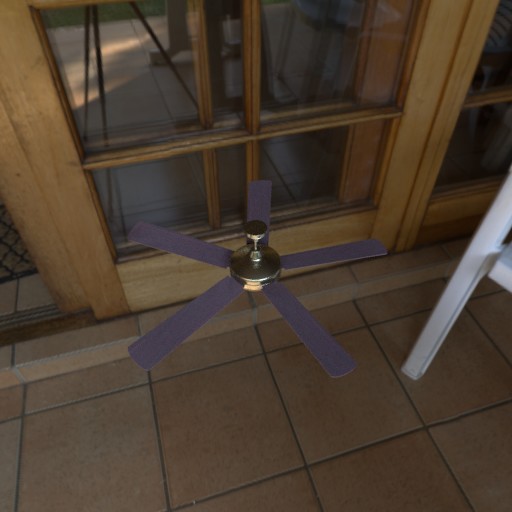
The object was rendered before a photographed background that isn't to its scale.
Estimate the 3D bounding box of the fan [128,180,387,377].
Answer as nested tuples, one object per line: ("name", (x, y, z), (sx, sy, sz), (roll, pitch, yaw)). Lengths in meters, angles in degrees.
("fan", (0.000, 0.000, 2.077), (1.321, 0.356, 1.321), (-17, 48, -16))
